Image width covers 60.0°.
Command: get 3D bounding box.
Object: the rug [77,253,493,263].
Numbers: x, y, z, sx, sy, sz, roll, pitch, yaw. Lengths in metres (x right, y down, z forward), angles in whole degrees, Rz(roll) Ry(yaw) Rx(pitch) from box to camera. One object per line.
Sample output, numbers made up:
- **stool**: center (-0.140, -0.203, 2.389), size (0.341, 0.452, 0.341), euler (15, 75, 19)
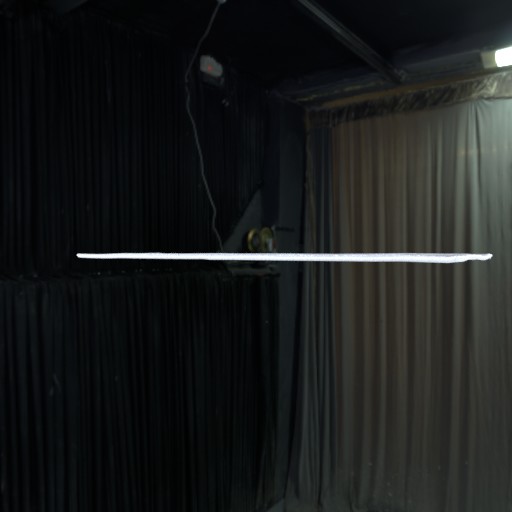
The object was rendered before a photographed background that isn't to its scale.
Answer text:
- **rug**: center (0.000, 0.000, 2.620), size (2.381, 0.035, 0.832), euler (0, 1, 36)
